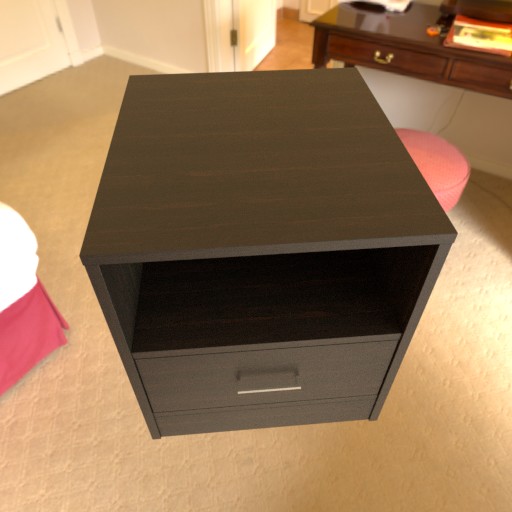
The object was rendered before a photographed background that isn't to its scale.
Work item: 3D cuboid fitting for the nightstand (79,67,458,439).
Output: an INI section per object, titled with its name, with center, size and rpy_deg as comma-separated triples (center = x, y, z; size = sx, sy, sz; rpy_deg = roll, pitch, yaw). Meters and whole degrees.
[nightstand]
center = 0.000, 0.000, 0.779
size = 0.400, 0.460, 0.461
rpy_deg = -3, 45, -3
